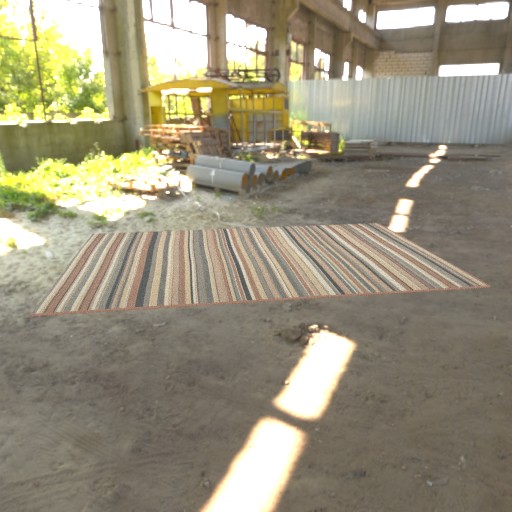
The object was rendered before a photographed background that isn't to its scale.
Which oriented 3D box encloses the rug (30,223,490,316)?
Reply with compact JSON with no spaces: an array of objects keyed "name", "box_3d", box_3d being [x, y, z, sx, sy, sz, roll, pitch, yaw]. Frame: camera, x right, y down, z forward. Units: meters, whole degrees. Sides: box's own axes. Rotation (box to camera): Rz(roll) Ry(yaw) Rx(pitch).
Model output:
[{"name":"rug","box_3d":[0.000,0.000,3.026,2.438,0.014,1.523,-3,18,-8]}]
